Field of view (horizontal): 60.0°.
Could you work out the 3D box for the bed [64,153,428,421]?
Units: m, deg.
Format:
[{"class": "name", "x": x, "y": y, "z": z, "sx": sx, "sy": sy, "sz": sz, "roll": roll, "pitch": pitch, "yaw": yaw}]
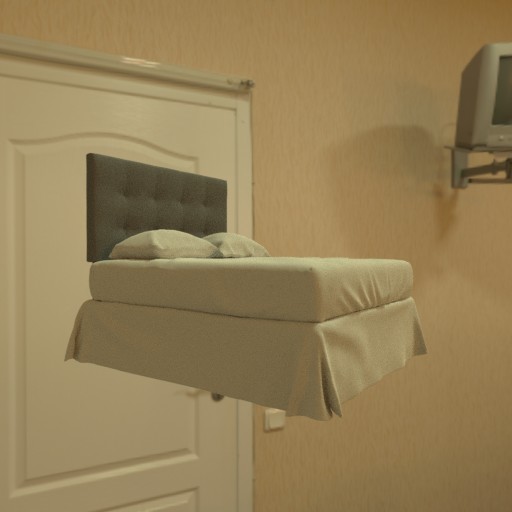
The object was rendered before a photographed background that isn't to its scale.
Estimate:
[{"class": "bed", "x": 0.000, "y": 0.000, "z": 3.461, "sx": 2.222, "sy": 1.577, "sz": 1.936, "roll": 0, "pitch": 1, "yaw": 35}]
